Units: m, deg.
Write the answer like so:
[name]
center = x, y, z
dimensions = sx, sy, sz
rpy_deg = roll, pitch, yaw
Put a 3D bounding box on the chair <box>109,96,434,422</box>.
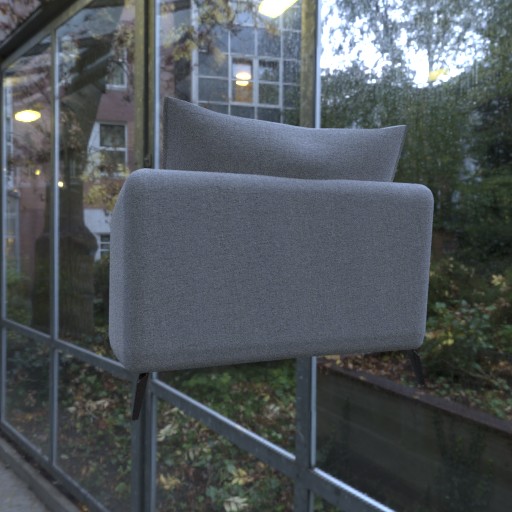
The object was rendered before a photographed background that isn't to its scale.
[chair]
center = 0.000, 0.000, 1.630
dimensions = 1.029, 0.856, 0.801
rpy_deg = 0, 1, -19
